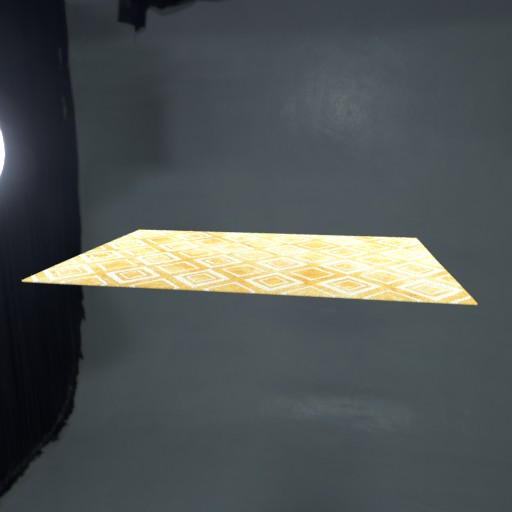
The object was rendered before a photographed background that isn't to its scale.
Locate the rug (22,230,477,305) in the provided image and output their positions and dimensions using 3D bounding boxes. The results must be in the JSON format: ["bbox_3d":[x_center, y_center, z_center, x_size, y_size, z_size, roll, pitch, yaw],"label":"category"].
[{"bbox_3d":[0.000,0.000,2.321,1.829,0.010,1.213,2,14,9],"label":"rug"}]
